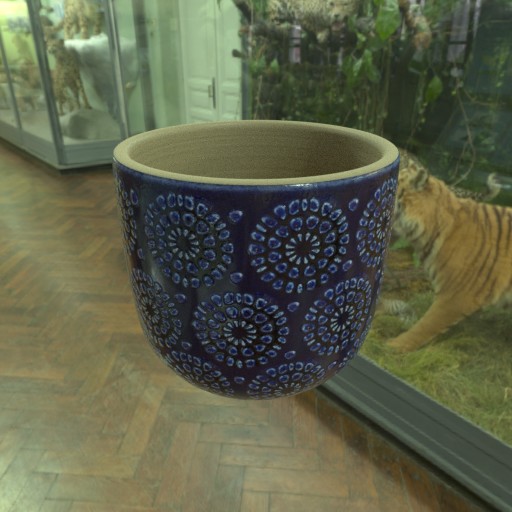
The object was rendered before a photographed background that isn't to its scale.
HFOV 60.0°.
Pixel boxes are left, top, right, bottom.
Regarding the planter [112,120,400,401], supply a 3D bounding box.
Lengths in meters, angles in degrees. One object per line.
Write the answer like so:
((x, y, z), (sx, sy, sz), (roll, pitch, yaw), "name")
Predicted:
((0.000, 0.000, 0.293), (0.165, 0.149, 0.165), (0, 26, 0), "planter")
